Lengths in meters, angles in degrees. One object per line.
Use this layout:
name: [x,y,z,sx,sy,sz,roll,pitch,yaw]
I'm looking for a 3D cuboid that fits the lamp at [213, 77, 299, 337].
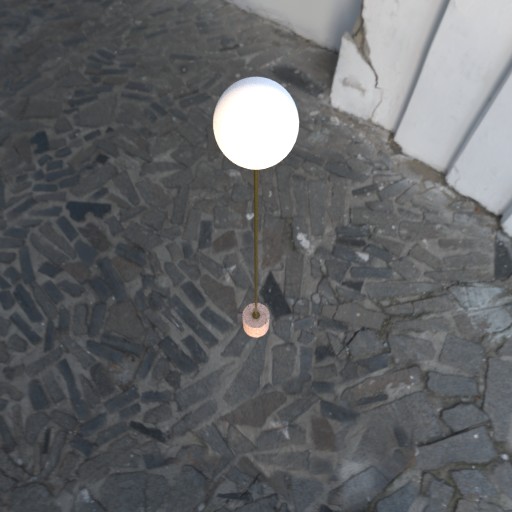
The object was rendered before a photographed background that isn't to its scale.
lamp: [0.000,0.000,1.851,0.229,1.748,0.229,-31,66,-15]
